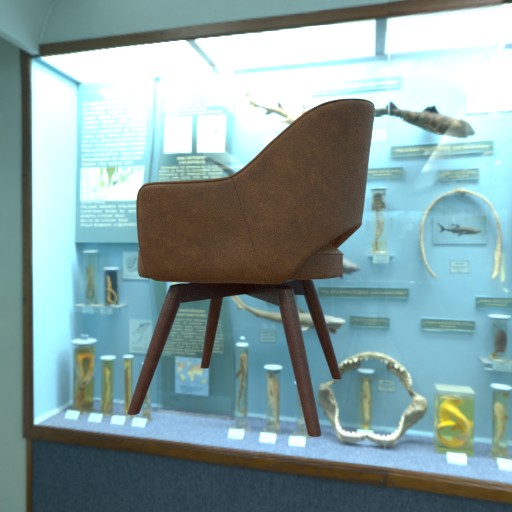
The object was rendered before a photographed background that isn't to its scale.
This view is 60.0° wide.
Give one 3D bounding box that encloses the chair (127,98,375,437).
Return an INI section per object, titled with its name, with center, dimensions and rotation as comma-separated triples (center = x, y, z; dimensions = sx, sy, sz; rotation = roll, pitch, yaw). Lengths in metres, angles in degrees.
[chair]
center = 0.000, 0.000, 1.237
dimensions = 0.640, 0.777, 0.591
rotation = 0, 1, 17
